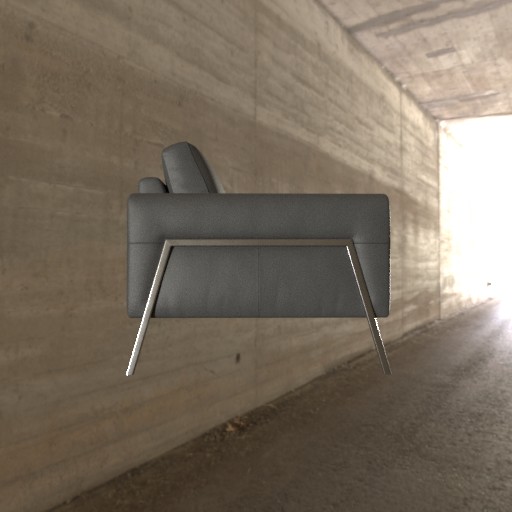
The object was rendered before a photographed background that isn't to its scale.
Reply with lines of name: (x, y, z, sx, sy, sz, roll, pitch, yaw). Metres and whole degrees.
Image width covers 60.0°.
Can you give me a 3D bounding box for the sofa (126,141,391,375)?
sofa: (0.000, 0.000, 2.557, 0.953, 0.875, 2.017, 0, -1, -1)
